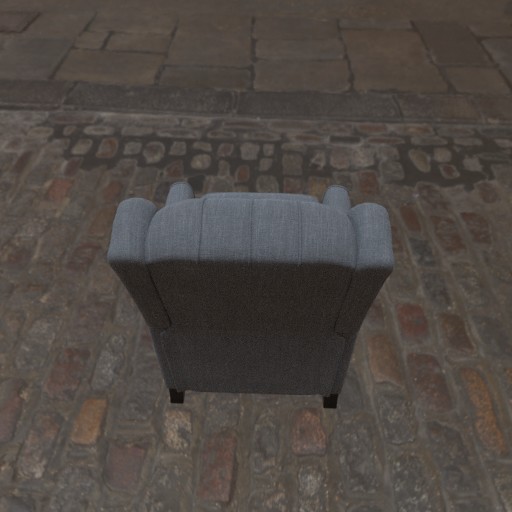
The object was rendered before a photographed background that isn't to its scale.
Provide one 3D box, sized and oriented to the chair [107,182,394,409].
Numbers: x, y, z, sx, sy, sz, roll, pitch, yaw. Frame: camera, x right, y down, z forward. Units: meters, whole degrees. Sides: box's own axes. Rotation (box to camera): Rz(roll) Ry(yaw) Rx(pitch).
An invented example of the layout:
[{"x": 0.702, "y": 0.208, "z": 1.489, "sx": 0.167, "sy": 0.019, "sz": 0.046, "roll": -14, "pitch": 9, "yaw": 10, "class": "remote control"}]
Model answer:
[{"x": 0.000, "y": 0.000, "z": 1.640, "sx": 0.742, "sy": 1.035, "sz": 0.898, "roll": 1, "pitch": 46, "yaw": 1, "class": "chair"}]
